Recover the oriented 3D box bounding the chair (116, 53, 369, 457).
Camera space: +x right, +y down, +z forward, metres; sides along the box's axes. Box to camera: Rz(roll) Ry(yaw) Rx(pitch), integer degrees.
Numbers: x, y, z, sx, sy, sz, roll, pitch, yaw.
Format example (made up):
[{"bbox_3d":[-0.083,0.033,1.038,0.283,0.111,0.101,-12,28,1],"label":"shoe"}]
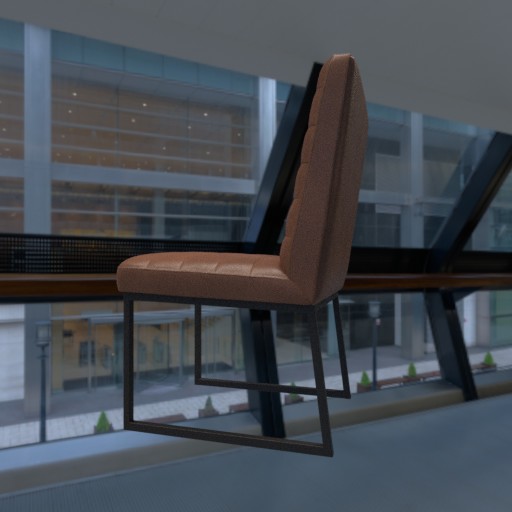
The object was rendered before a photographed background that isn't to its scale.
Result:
[{"bbox_3d":[0.000,0.000,1.317,0.634,0.930,0.520,0,0,17],"label":"chair"}]
